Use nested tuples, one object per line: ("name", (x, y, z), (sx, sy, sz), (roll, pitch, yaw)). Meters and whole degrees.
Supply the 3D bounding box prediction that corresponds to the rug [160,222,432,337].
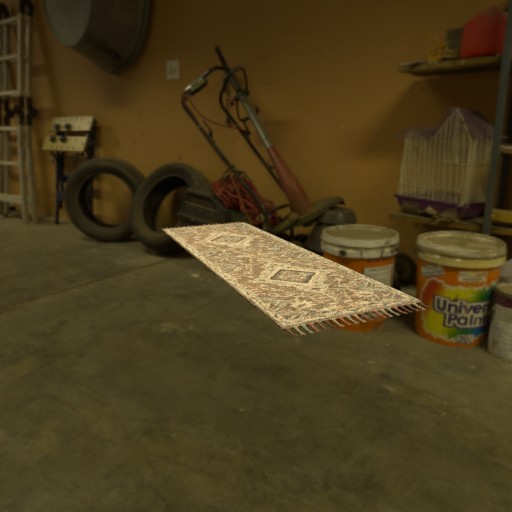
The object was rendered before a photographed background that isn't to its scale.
("rug", (0.000, 0.000, 2.859), (1.324, 0.018, 2.378), (-2, 15, -8))
